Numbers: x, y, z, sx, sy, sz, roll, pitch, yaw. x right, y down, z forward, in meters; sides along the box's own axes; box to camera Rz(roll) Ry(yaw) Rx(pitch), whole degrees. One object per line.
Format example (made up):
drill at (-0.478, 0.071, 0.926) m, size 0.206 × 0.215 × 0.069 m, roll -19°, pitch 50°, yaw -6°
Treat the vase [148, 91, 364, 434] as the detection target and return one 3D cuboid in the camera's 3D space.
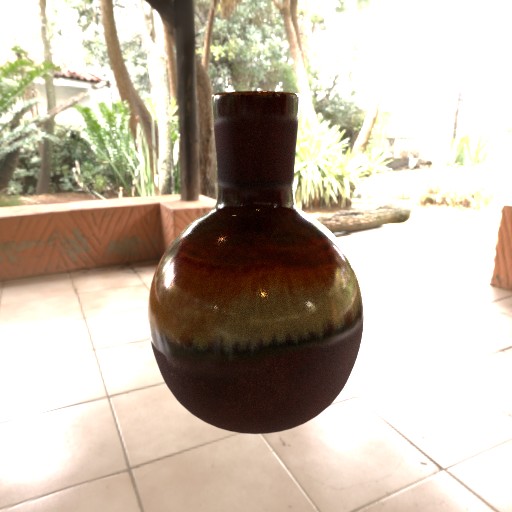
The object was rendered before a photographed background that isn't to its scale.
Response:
vase at (0.000, 0.000, 0.225) m, size 0.111 × 0.154 × 0.111 m, roll 0°, pitch 15°, yaw 0°
